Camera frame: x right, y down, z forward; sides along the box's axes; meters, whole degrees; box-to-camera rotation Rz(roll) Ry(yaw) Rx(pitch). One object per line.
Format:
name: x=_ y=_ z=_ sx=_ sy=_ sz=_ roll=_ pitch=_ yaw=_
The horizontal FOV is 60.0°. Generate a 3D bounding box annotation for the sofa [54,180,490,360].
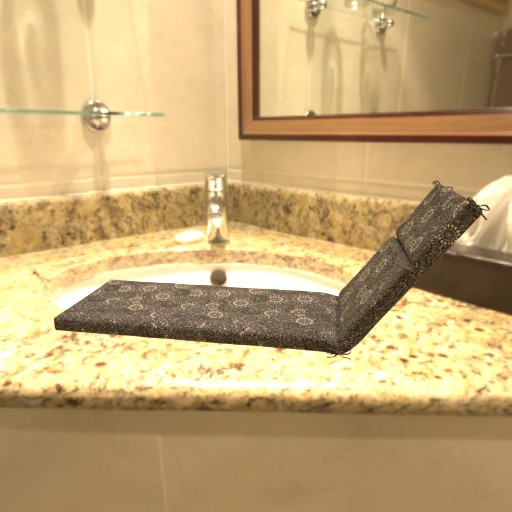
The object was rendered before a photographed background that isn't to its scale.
sofa: x=0.000 y=0.000 z=1.908 sx=1.663 sy=0.622 sz=0.582 roll=3 pitch=16 yaw=9
